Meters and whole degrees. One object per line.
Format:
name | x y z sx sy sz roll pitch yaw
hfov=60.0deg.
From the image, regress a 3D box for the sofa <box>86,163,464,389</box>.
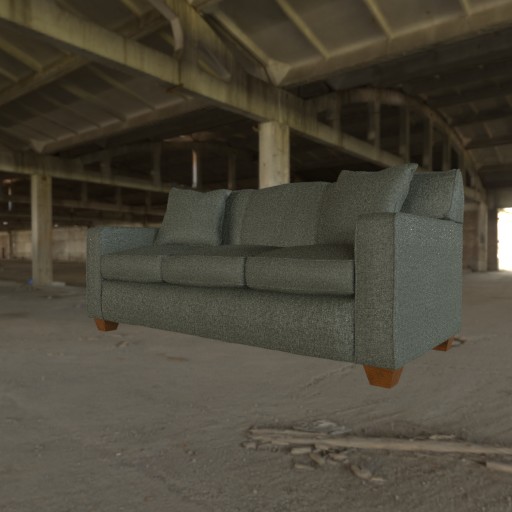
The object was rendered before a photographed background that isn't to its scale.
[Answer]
sofa | 0.000 0.000 2.549 2.024 0.958 0.997 1 1 38
